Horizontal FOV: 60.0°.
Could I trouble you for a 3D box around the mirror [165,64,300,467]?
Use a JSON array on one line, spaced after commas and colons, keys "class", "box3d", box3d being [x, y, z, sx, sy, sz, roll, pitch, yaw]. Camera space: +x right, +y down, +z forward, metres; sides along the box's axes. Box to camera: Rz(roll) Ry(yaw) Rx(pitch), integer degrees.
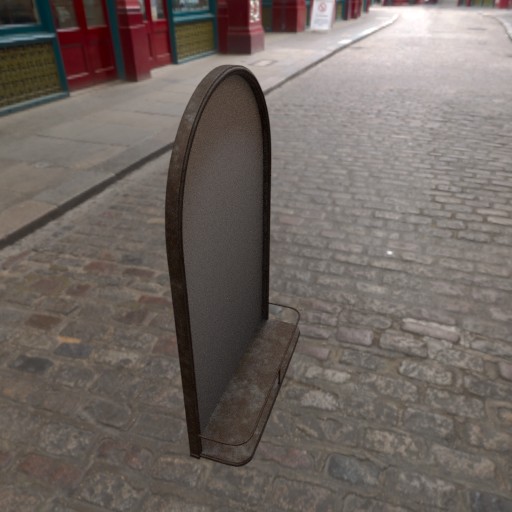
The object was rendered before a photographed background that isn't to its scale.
[{"class": "mirror", "box3d": [0.000, 0.000, 0.974, 0.137, 0.770, 0.510, 10, 32, 16]}]
